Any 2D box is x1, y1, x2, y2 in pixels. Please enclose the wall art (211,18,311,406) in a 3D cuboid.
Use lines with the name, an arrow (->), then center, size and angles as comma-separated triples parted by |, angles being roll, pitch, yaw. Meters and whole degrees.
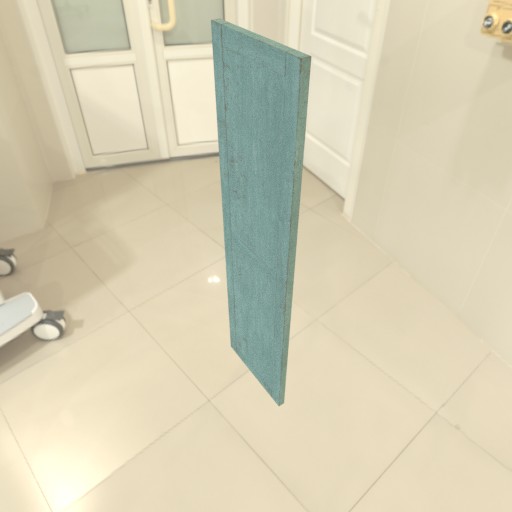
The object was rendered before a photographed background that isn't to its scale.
wall art -> 0.000, 0.000, 1.325 | 0.025, 1.219, 0.329 | -25, 47, -25
